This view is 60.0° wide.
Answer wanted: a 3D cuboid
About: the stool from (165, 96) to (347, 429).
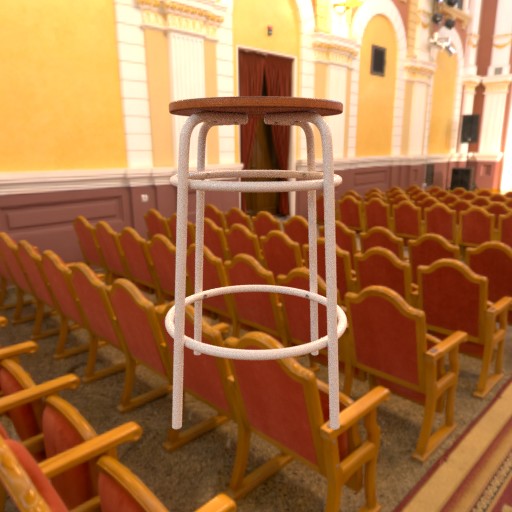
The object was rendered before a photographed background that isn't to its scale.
[{"bbox_3d":[0.000,0.000,0.941,0.455,0.610,0.455,-14,20,-43],"label":"stool"}]
